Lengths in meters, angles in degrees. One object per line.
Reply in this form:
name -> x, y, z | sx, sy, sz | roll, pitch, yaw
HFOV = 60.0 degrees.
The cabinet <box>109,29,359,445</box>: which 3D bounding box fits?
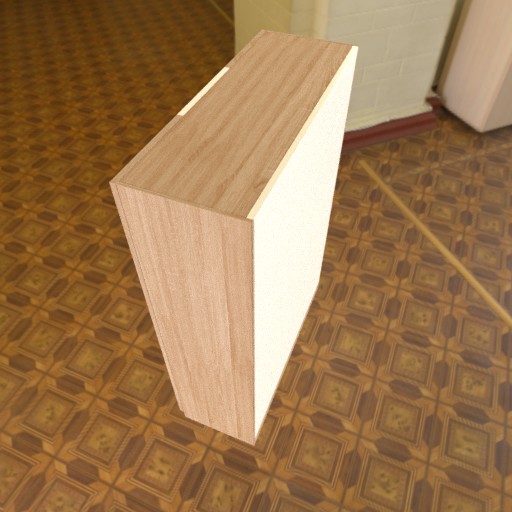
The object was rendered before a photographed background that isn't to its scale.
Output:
cabinet -> 0.000, 0.000, 2.801 | 0.590, 2.120, 1.500 | 17, 50, 15
